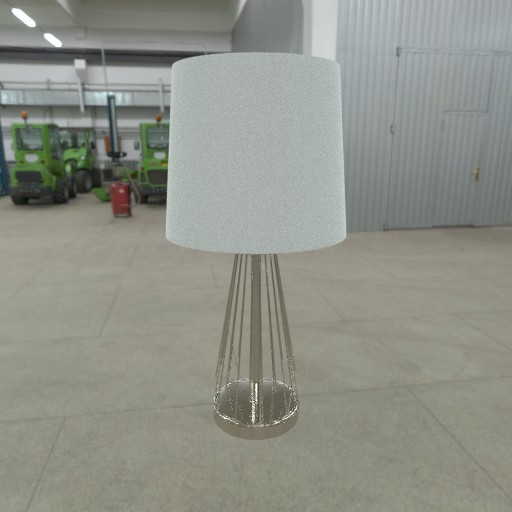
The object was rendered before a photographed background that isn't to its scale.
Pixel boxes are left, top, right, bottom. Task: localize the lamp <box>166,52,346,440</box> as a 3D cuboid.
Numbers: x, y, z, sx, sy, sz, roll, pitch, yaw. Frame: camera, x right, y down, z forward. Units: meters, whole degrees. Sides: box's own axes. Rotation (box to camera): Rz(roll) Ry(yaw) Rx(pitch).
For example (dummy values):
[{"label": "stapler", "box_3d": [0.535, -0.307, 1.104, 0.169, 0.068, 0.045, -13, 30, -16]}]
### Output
[{"label": "lamp", "box_3d": [0.000, 0.000, 0.769, 0.303, 0.618, 0.303, 0, 14, 0]}]
